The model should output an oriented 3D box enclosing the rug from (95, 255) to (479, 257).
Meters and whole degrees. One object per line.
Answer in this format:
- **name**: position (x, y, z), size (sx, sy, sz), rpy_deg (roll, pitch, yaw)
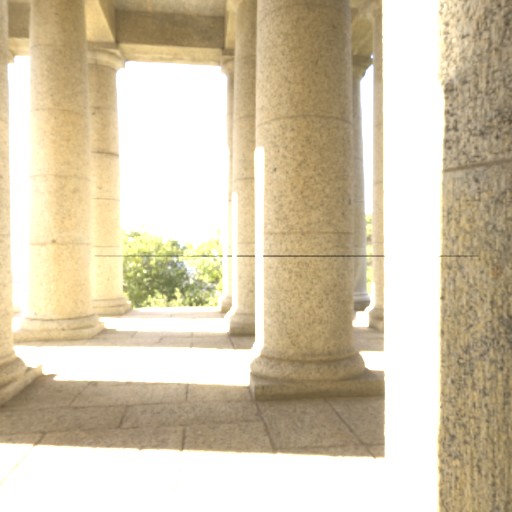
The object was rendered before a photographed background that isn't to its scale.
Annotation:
- **rug**: position (0.000, 0.000, 4.391), size (2.190, 0.008, 3.371), rpy_deg (0, 0, -36)
